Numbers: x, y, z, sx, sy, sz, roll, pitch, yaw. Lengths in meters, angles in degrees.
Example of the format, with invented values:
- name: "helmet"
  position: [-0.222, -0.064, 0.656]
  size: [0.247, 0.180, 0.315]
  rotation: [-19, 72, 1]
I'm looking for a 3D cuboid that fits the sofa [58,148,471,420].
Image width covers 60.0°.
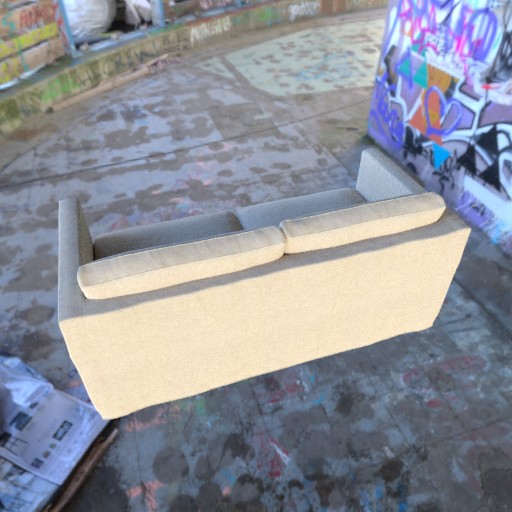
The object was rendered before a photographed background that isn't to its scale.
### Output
- name: "sofa"
  position: [0.000, 0.000, 2.454]
  size: [1.959, 0.835, 0.962]
  rotation: [-12, 42, -14]
